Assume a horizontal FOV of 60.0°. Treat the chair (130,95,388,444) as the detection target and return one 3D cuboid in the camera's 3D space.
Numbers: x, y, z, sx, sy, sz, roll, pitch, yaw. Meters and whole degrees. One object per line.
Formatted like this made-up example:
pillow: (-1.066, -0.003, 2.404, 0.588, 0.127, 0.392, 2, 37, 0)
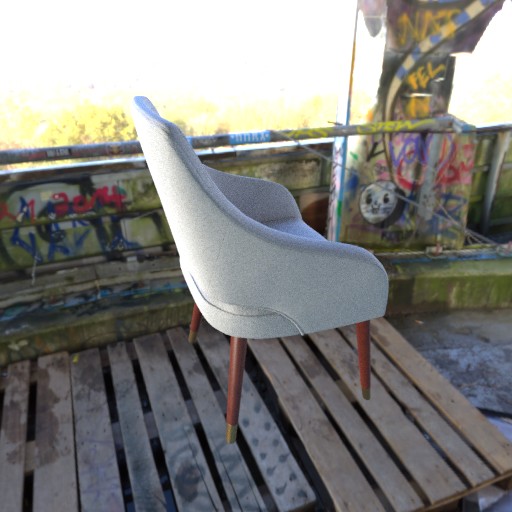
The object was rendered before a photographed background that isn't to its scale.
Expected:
chair: (0.000, 0.000, 1.308, 0.600, 0.889, 0.609, -10, 29, -18)
